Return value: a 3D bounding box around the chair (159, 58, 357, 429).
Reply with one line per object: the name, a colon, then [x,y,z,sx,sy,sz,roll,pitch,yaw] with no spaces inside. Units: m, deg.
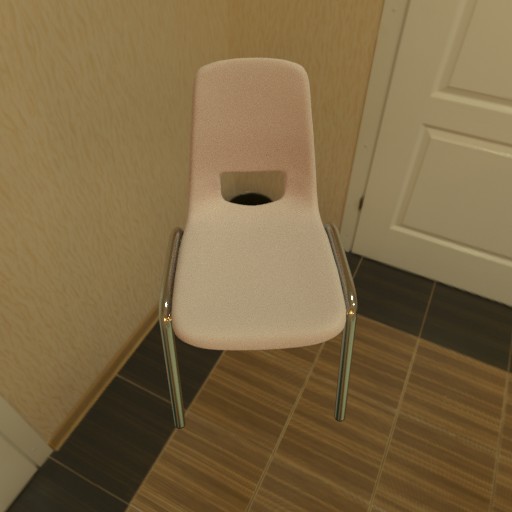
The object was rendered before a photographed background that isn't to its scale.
chair: [0.000,0.000,0.843,0.354,0.586,0.423,-2,48,-2]
